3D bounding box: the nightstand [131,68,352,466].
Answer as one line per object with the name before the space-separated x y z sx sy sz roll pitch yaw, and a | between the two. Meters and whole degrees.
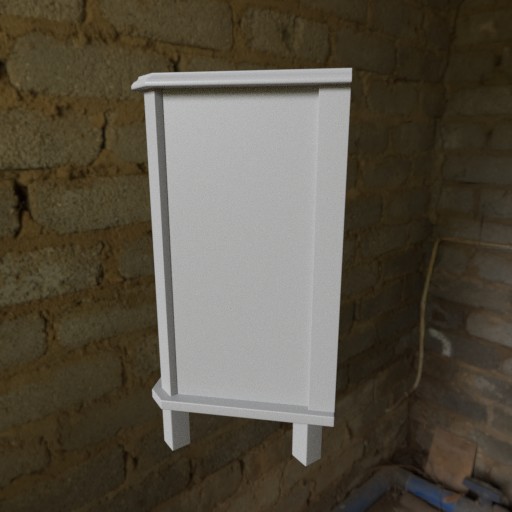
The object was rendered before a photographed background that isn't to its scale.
nightstand | 0.000 0.000 0.950 0.350 0.680 0.450 2 15 9
